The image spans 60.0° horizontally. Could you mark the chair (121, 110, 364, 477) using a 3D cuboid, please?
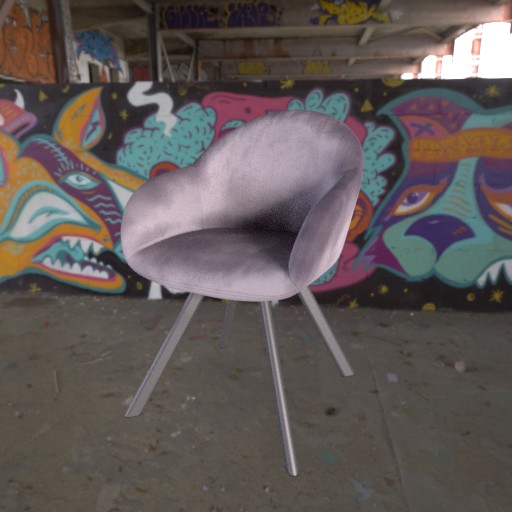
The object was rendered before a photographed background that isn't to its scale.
[{"bbox_3d":[0.000,0.000,1.216,0.550,0.795,0.590,7,16,26],"label":"chair"}]
